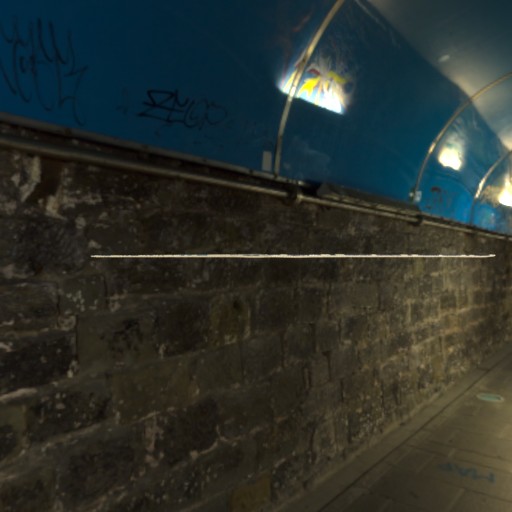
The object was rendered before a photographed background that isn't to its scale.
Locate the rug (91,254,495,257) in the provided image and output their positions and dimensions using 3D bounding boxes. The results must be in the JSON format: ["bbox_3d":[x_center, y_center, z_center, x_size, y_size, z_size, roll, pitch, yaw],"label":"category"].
[{"bbox_3d":[0.000,0.000,2.091,1.072,0.013,1.698,0,0,-35],"label":"rug"}]
